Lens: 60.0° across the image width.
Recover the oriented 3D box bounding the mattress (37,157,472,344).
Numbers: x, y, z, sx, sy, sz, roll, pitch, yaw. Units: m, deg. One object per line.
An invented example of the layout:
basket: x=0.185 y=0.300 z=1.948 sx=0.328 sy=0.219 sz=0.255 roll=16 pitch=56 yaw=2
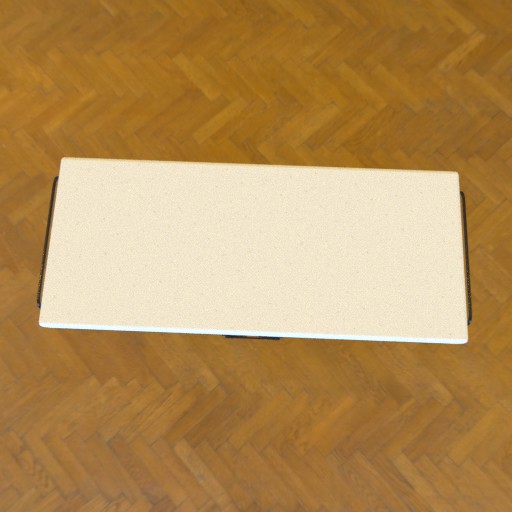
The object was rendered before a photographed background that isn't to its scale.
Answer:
mattress: x=0.000 y=0.000 z=2.473 sx=2.153 sy=0.519 sz=0.922 roll=2 pitch=78 yaw=0
